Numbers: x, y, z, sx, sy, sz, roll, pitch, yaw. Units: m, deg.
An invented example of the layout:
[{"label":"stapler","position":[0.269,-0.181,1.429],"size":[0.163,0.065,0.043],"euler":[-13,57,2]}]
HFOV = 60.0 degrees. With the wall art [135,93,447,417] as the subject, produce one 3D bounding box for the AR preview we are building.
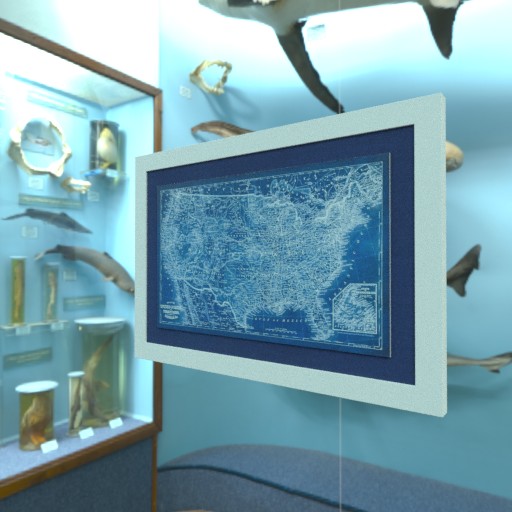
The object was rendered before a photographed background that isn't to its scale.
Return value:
[{"label":"wall art","position":[0.000,0.000,1.632],"size":[1.308,0.902,0.051],"euler":[0,-1,36]}]
